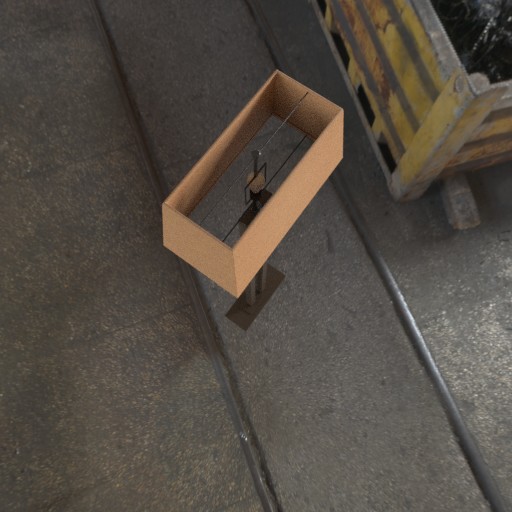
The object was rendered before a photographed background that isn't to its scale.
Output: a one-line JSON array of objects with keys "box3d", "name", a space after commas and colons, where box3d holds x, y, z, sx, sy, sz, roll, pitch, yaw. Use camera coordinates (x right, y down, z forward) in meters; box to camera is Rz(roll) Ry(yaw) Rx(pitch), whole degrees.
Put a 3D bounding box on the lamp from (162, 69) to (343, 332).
[{"box3d": [0.000, 0.000, 1.630, 0.233, 1.469, 0.475, 35, 76, 10], "name": "lamp"}]
